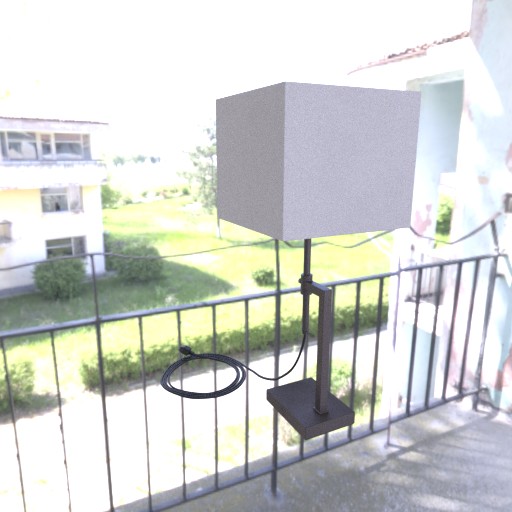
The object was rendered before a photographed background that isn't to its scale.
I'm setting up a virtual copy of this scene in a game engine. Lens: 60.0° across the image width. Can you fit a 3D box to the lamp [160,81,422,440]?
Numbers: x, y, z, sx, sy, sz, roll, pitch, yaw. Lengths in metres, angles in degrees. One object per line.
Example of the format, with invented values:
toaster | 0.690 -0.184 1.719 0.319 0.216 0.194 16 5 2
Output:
lamp | 0.000 0.000 0.988 0.399 0.660 0.504 -7 15 -26
